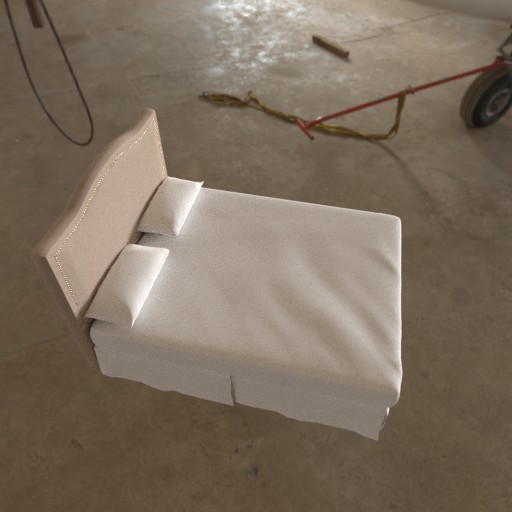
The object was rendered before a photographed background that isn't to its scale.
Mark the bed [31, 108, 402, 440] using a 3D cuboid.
[{"bbox_3d":[0.000,0.000,3.384,2.282,1.436,1.821,9,48,9],"label":"bed"}]
